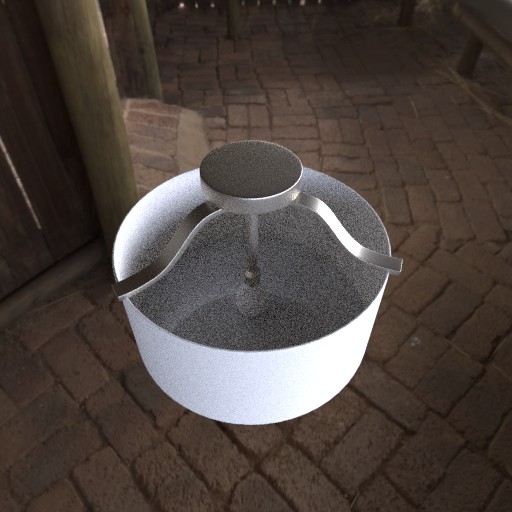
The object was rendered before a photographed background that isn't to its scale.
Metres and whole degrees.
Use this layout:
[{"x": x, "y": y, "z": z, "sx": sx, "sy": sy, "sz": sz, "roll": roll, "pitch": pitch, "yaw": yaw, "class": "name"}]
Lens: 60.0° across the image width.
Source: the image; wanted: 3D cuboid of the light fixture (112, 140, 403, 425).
[{"x": 0.000, "y": 0.000, "z": 0.646, "sx": 0.395, "sy": 0.304, "sz": 0.395, "roll": 0, "pitch": 45, "yaw": 0, "class": "light fixture"}]
